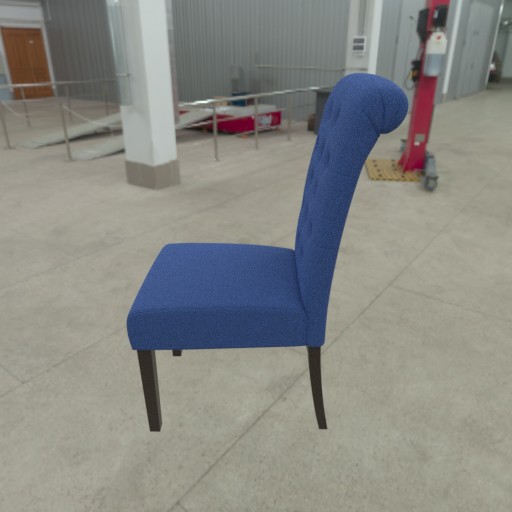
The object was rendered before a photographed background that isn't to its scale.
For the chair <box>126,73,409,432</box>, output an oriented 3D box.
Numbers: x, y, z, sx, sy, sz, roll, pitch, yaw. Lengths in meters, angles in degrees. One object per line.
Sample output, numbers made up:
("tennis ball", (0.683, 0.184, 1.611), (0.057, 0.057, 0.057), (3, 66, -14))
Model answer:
("chair", (0.000, 0.000, 1.321), (0.671, 1.006, 0.456), (0, 25, 1))
